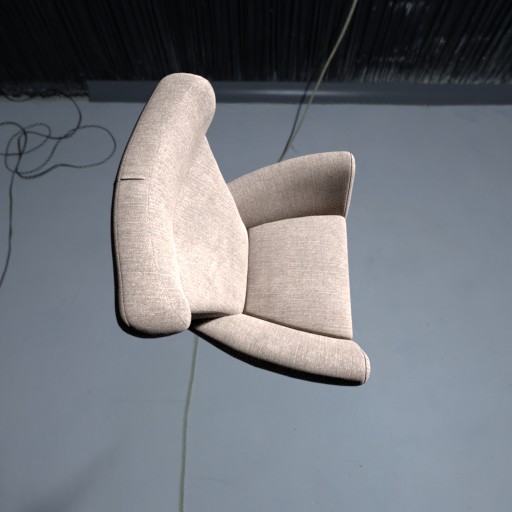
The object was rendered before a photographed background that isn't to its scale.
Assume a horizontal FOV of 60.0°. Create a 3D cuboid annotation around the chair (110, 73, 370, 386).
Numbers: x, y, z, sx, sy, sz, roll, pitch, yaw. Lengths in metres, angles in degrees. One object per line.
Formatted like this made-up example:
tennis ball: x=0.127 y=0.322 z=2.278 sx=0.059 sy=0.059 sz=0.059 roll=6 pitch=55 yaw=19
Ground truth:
chair: x=0.000 y=0.000 z=1.758 sx=0.900 sy=1.040 sz=0.980 roll=2 pitch=65 yaw=1
